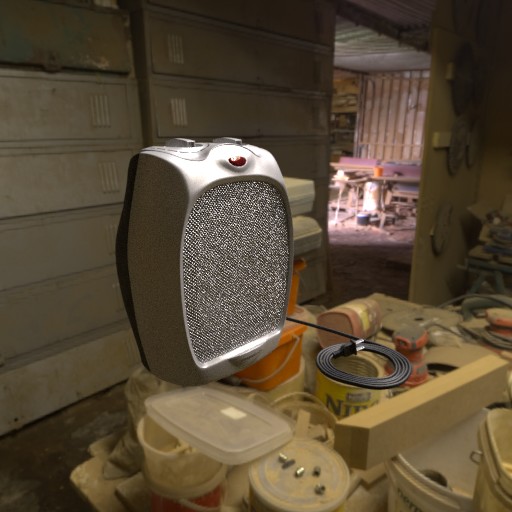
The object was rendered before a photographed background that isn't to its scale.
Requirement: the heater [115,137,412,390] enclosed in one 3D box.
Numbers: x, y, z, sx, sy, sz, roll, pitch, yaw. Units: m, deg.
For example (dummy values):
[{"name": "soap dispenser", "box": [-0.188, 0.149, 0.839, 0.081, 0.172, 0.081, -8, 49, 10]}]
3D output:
[{"name": "heater", "box": [0.000, 0.000, 0.468, 0.291, 0.240, 0.239, 15, 22, 42]}]
